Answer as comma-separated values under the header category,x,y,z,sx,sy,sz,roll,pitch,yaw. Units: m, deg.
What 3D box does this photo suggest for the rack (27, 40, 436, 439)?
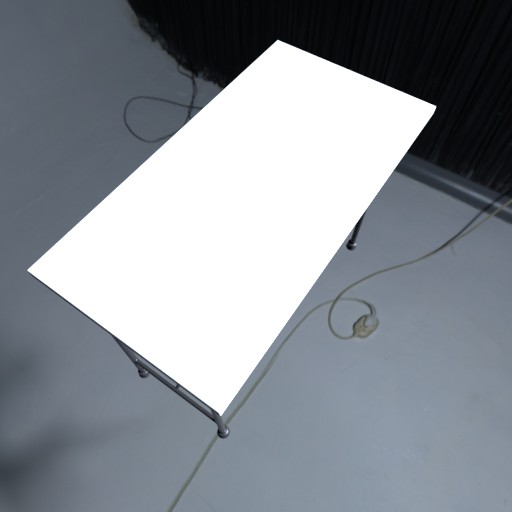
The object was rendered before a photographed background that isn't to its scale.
category,x,y,z,sx,sy,sz,roll,pitch,yaw
rack,0.000,0.000,1.655,0.613,0.880,1.159,31,64,17
